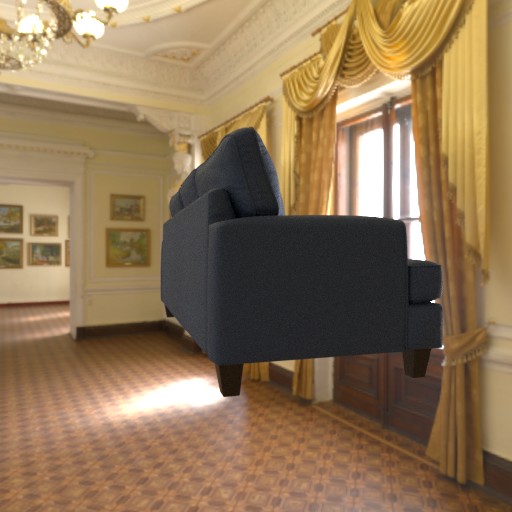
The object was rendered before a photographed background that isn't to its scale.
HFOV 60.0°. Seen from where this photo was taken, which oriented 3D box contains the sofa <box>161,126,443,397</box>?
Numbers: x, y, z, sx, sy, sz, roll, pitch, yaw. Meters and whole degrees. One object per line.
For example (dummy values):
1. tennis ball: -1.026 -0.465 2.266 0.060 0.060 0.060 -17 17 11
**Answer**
1. sofa: 0.000 0.000 2.634 0.951 0.965 2.158 0 0 -17
